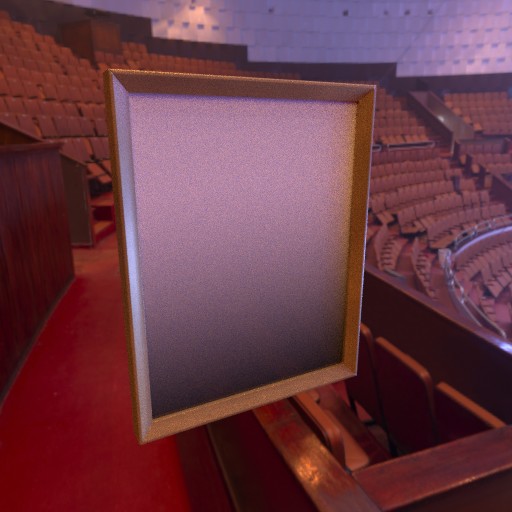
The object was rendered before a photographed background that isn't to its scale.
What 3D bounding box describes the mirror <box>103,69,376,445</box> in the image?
[{"bbox_3d":[0.000,0.000,0.685,0.406,0.509,0.041,-8,18,-27],"label":"mirror"}]
